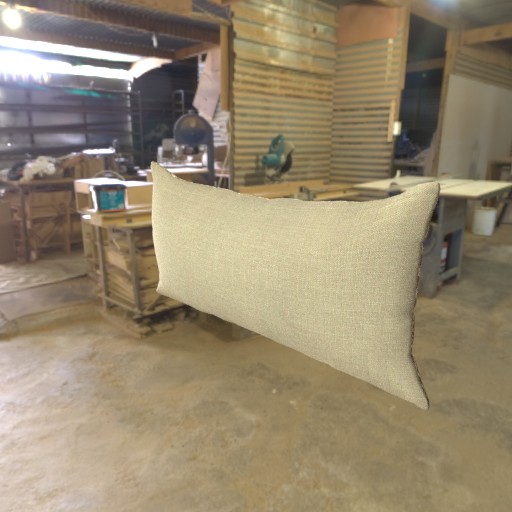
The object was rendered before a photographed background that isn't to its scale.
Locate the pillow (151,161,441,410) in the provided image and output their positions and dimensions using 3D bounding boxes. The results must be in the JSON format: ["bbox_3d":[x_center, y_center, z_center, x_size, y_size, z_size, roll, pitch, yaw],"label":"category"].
[{"bbox_3d":[0.000,0.000,0.746,0.148,0.290,0.631,-14,21,-43],"label":"pillow"}]
